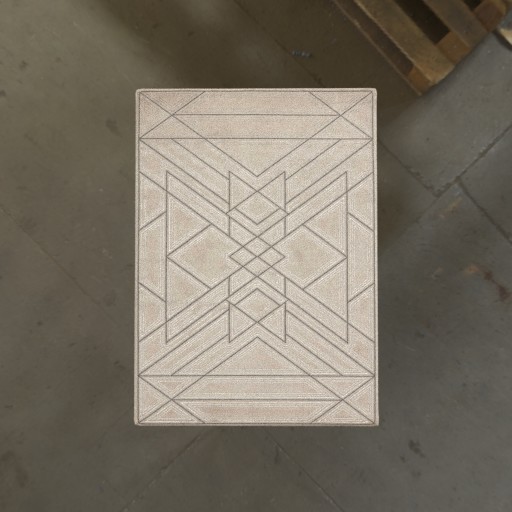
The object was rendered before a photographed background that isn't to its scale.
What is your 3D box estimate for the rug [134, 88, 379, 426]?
[{"bbox_3d":[0.000,0.000,4.443,2.436,0.026,3.381,0,89,0],"label":"rug"}]
